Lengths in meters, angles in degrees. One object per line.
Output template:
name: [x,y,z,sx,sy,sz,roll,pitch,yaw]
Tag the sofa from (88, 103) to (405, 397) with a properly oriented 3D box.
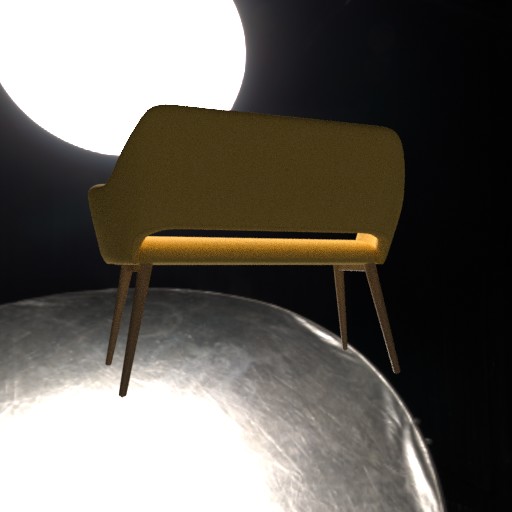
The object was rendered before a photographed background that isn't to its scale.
sofa: [0.000,0.000,1.607,1.150,0.840,0.610,0,-1,-18]
